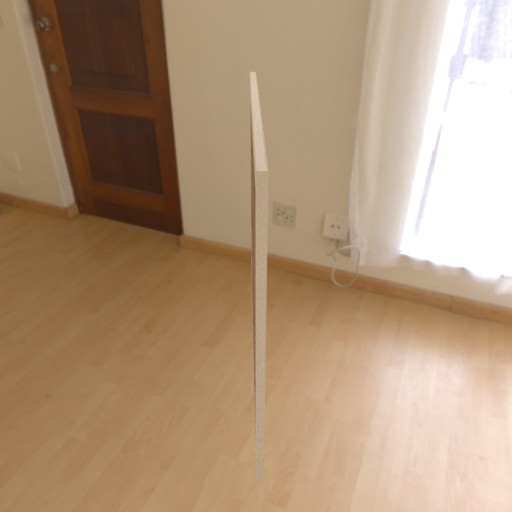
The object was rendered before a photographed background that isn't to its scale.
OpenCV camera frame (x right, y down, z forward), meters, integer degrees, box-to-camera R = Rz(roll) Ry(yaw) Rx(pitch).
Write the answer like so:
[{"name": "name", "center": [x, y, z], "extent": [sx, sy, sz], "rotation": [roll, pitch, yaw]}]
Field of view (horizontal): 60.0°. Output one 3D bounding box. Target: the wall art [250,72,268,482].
[{"name": "wall art", "center": [0.000, 0.000, 0.883], "extent": [0.013, 0.584, 0.584], "rotation": [-1, 32, -1]}]
